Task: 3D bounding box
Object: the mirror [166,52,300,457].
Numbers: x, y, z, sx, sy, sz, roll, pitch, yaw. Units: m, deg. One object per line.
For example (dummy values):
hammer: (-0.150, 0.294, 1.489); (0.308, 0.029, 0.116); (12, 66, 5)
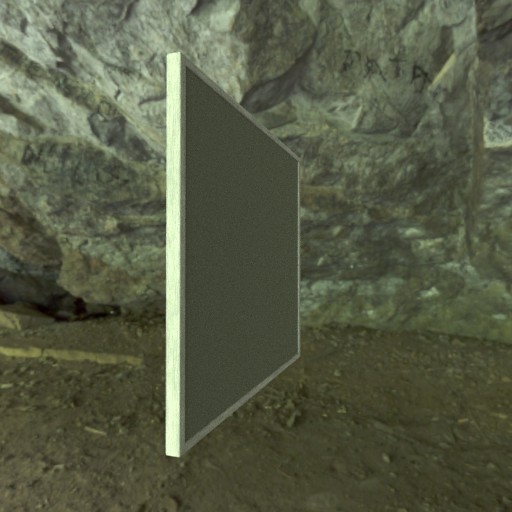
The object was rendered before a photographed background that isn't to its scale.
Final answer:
mirror: (0.000, 0.000, 1.148); (0.028, 0.689, 0.839); (0, -1, 20)
